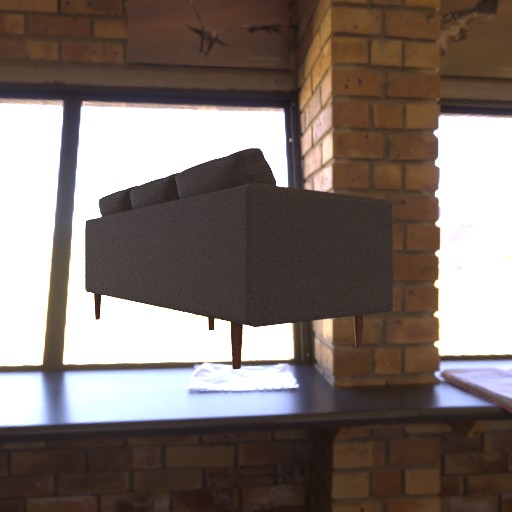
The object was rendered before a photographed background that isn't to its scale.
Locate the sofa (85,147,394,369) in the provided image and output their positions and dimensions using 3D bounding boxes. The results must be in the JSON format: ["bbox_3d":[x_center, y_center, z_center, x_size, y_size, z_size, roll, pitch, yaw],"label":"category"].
[{"bbox_3d":[0.000,0.000,2.881,1.591,0.897,2.031,0,0,-37],"label":"sofa"}]
